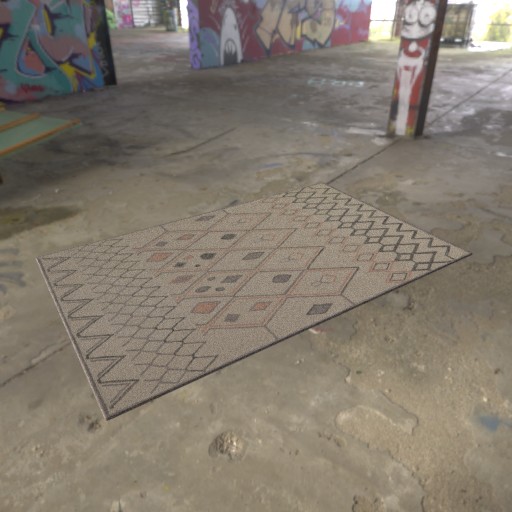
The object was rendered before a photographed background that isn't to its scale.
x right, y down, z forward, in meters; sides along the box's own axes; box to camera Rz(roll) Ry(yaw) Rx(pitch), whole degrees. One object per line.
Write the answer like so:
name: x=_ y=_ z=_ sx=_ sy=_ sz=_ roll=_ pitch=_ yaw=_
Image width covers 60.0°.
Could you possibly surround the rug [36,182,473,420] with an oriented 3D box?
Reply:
rug: x=0.000 y=0.000 z=2.911 sx=2.438 sy=0.015 sz=1.524 roll=-18 pitch=35 yaw=-28
